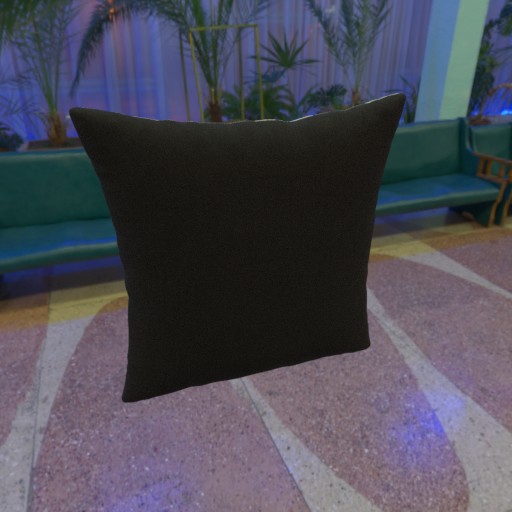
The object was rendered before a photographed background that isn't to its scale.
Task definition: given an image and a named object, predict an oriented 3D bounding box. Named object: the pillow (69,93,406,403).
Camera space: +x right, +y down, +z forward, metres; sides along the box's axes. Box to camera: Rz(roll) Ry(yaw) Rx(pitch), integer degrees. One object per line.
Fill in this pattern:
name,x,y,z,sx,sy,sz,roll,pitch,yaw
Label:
pillow,0.000,0.000,0.757,0.511,0.509,0.161,-8,28,-17
